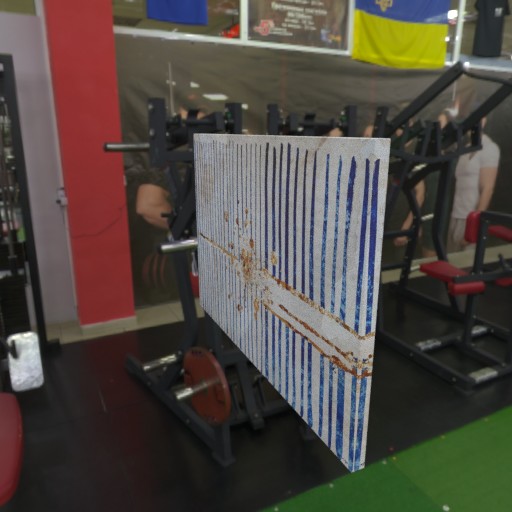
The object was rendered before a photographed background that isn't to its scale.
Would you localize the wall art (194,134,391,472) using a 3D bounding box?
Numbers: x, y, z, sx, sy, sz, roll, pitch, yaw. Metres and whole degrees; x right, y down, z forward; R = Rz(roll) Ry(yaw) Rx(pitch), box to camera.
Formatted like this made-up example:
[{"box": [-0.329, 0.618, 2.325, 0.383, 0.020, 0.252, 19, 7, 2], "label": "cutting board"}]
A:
[{"box": [0.000, 0.000, 1.441, 0.038, 0.757, 1.143, -7, 17, -24], "label": "wall art"}]
